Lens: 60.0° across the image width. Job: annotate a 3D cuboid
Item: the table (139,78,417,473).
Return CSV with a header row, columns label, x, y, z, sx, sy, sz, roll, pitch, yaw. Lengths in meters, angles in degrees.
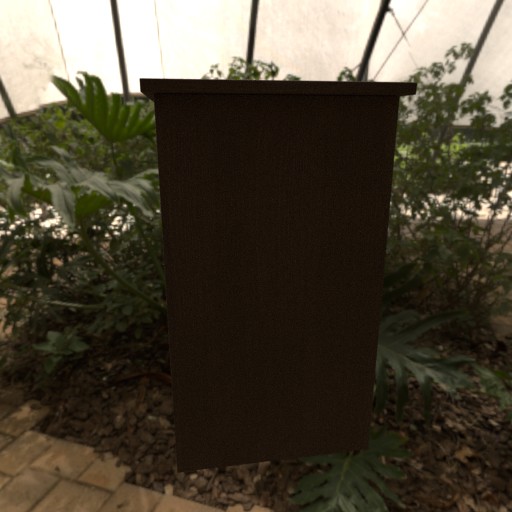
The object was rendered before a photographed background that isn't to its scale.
label,x,y,z,sx,sy,sz,roll,pitch,yaw
table,0.000,0.000,0.912,0.381,0.635,0.480,-3,17,-9
